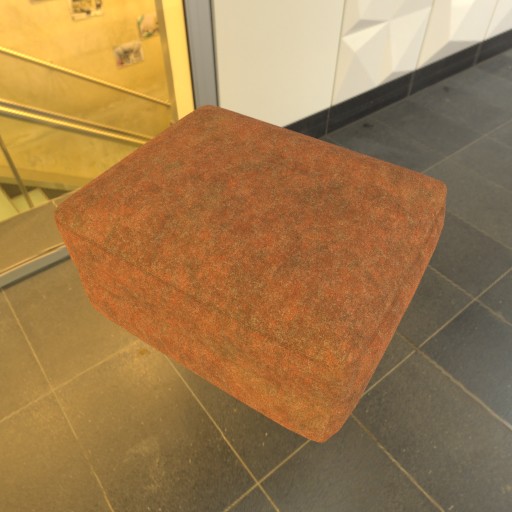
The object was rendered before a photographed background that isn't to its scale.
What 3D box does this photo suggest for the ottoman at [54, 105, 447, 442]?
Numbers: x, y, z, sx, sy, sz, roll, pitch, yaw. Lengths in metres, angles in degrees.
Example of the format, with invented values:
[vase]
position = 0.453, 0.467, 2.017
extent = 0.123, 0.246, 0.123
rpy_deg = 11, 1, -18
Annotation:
[ottoman]
position = 0.000, 0.000, 1.154
extent = 0.787, 0.508, 0.635
rpy_deg = 25, 52, 21
